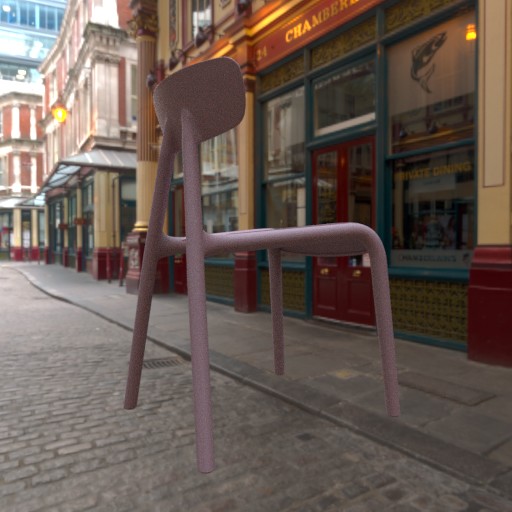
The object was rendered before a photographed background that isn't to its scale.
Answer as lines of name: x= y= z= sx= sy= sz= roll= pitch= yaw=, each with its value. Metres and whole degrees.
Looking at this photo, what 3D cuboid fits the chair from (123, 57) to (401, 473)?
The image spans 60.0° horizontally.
chair: x=0.000 y=0.000 z=0.829 sx=0.401 sy=0.580 sz=0.356 roll=0 pitch=1 yaw=-35
